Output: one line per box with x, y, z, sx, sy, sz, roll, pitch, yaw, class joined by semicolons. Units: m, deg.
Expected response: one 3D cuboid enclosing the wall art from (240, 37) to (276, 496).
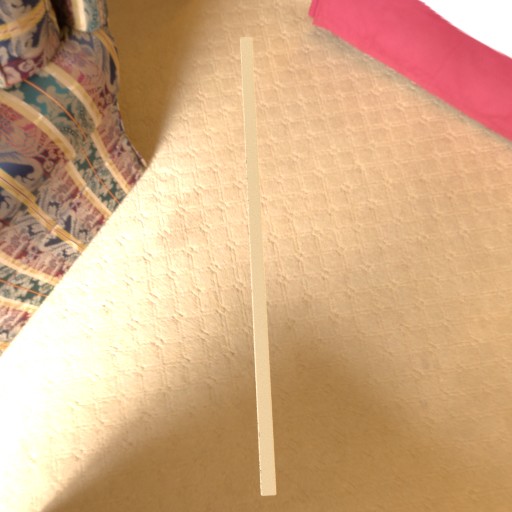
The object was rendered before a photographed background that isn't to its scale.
0.000;0.000;1.680;0.044;0.507;1.520;-3;76;-1;wall art
